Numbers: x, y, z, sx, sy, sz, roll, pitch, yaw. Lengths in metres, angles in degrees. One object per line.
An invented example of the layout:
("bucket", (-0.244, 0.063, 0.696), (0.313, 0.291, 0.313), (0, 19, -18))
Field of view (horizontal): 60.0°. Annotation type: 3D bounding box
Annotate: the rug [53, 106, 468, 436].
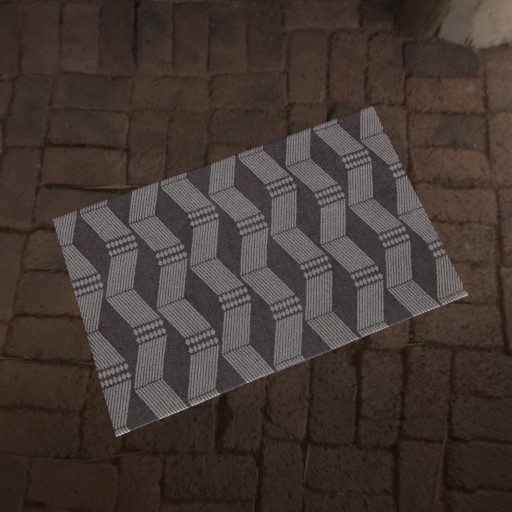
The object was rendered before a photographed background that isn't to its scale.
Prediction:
("rug", (0.000, 0.000, 3.007), (2.435, 0.011, 1.517), (-21, 77, -5))
